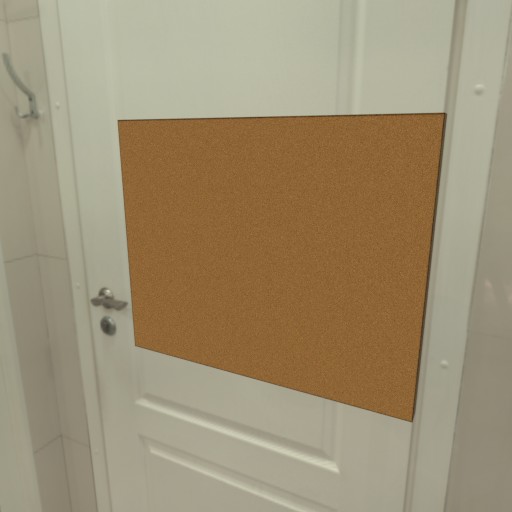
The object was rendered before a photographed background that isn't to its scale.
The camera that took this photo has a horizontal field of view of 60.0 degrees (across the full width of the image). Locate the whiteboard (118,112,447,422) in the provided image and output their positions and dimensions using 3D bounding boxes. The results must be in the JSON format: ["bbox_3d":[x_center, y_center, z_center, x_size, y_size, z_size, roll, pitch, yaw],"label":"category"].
[{"bbox_3d":[0.000,0.000,0.764,0.561,0.457,0.029,8,17,27],"label":"whiteboard"}]
